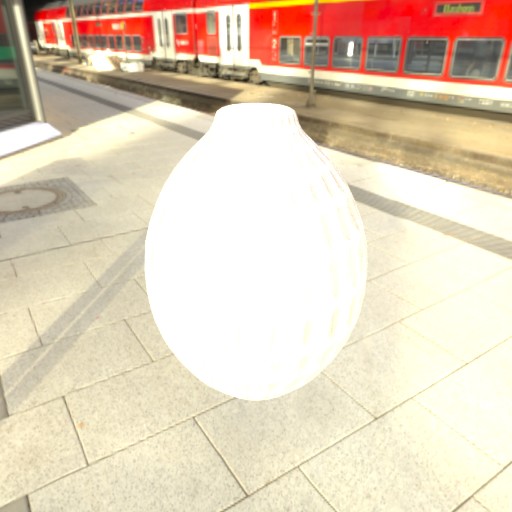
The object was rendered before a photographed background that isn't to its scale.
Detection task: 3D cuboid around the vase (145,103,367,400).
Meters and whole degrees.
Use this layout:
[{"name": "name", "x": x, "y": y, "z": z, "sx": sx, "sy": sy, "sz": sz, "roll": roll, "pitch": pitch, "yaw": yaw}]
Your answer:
[{"name": "vase", "x": 0.000, "y": 0.000, "z": 0.260, "sx": 0.128, "sy": 0.167, "sz": 0.128, "roll": 0, "pitch": 27, "yaw": 0}]
